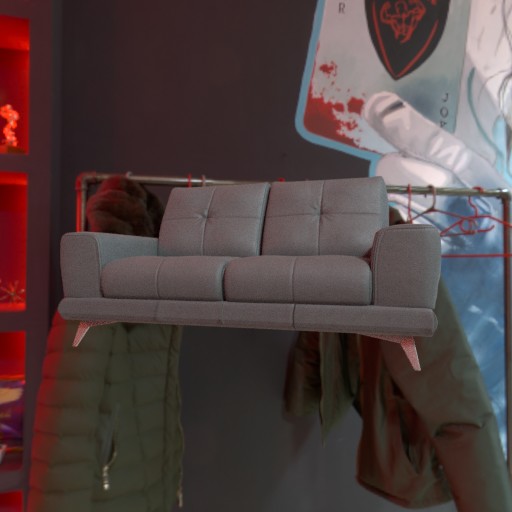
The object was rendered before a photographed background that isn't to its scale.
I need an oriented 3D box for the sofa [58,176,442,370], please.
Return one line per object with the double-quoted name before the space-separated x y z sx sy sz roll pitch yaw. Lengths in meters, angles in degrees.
"sofa" 0.000 0.000 2.410 1.806 0.907 1.018 0 -1 18
